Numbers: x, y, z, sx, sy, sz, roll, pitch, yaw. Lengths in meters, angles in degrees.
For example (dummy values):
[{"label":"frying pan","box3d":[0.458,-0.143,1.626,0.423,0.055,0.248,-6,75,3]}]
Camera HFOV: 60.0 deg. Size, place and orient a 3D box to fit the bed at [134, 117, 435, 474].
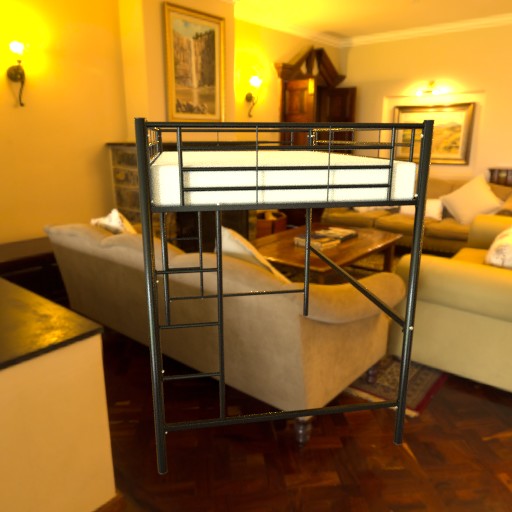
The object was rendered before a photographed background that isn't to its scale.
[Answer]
[{"label":"bed","box3d":[0.000,0.000,3.166,1.397,1.803,1.994,-3,15,-10]}]
